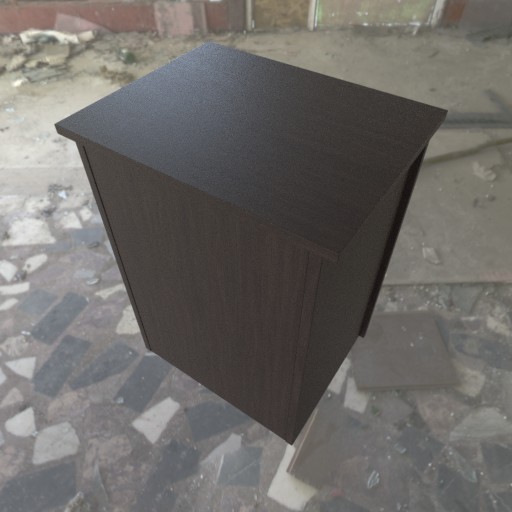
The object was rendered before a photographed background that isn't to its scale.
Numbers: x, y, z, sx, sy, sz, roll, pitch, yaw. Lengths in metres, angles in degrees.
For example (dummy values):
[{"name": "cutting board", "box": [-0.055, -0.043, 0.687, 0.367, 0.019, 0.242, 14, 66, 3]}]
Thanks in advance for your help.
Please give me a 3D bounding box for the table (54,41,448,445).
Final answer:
[{"name": "table", "box": [0.000, 0.000, 0.918, 0.480, 0.635, 0.381, 26, 52, 22]}]
